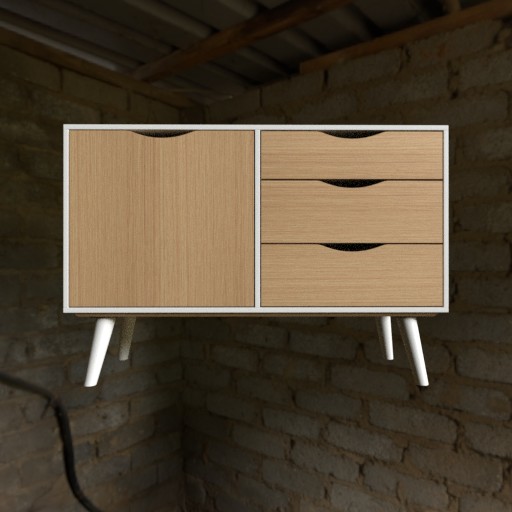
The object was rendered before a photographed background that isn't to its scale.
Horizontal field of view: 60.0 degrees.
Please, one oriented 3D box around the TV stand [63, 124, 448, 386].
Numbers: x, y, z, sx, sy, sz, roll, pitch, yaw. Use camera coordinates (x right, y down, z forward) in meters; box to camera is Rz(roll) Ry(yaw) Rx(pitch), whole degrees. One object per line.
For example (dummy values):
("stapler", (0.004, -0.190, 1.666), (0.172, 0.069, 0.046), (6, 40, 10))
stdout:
("TV stand", (0.000, 0.000, 1.575), (1.193, 0.812, 0.406), (0, 0, 0))
